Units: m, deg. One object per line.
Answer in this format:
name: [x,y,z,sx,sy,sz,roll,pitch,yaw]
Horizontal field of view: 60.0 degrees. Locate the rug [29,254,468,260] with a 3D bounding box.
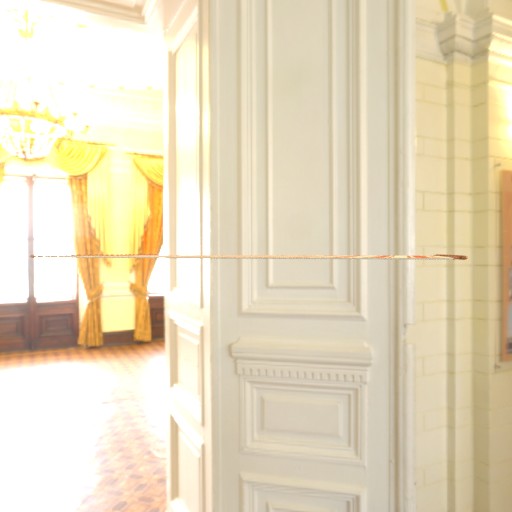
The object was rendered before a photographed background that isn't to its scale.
rug: [0.000,0.000,2.555,2.092,0.017,1.232,0,0,18]
